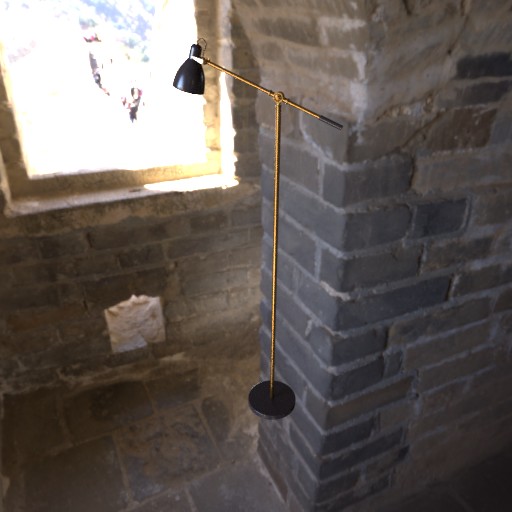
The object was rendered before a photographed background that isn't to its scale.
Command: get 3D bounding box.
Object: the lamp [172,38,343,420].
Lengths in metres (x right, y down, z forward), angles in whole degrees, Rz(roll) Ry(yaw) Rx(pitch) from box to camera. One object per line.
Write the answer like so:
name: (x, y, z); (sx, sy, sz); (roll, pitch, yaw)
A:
lamp: (0.000, 0.000, 1.849); (0.618, 1.628, 0.235); (7, 29, 13)
